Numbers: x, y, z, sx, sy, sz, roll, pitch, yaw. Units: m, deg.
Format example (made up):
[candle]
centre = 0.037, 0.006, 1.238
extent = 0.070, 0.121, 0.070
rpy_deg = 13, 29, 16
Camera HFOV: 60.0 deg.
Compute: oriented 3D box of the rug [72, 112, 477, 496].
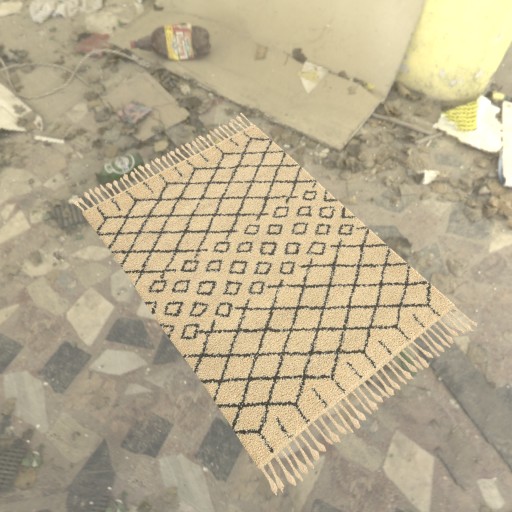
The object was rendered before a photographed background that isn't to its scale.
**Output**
[rug]
centre = 0.000, 0.000, 3.158
extent = 1.664, 0.029, 2.615
rpy_deg = -32, 63, -19
